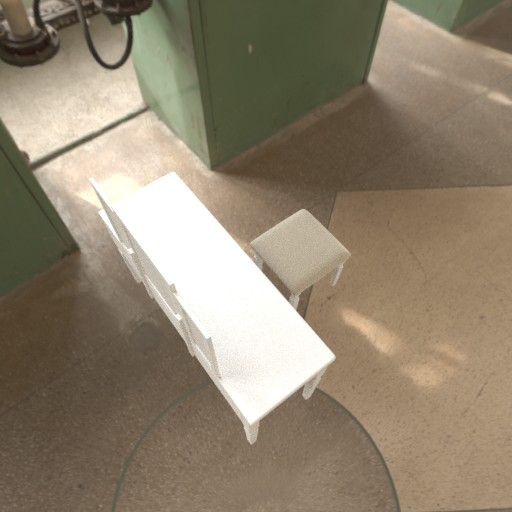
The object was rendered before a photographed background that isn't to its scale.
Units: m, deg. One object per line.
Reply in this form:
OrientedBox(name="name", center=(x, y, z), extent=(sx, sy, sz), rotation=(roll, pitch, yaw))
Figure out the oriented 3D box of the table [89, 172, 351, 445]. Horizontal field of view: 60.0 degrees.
OrientedBox(name="table", center=(0.000, 0.000, 2.353), extent=(1.115, 1.310, 1.369), rotation=(-33, 65, -18))
